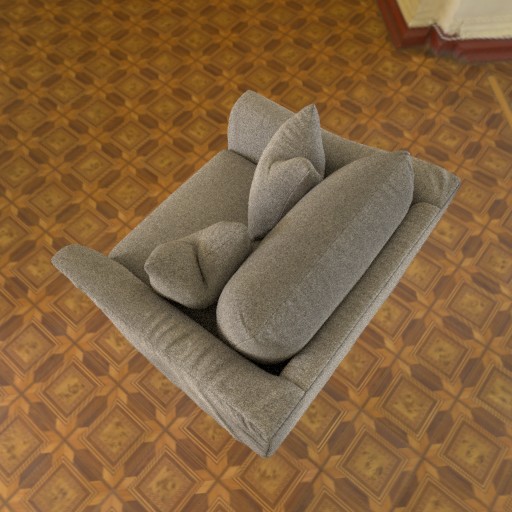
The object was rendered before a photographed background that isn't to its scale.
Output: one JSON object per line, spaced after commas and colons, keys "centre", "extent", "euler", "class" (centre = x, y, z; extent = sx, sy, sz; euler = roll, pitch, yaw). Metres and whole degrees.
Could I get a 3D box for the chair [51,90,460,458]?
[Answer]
{"centre": [0.000, 0.000, 1.908], "extent": [1.071, 1.059, 1.194], "euler": [35, 67, 17], "class": "chair"}
